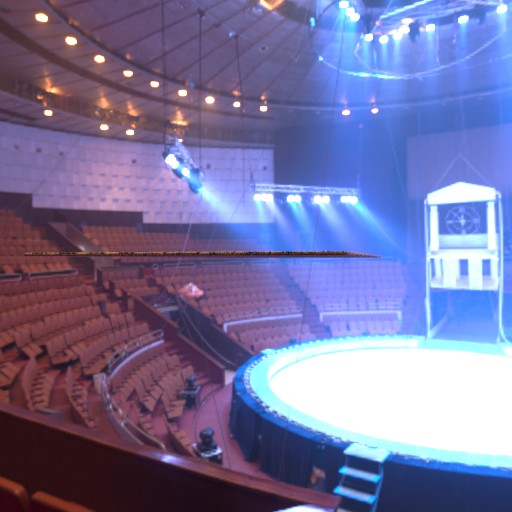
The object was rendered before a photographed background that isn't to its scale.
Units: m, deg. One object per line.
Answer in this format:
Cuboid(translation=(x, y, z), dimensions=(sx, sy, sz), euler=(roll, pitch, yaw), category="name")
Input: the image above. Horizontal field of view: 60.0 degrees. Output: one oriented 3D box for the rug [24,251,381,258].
Cuboid(translation=(0.000, 0.000, 3.020), dimensions=(1.524, 0.015, 2.439), euler=(0, 0, 19), category="rug")
